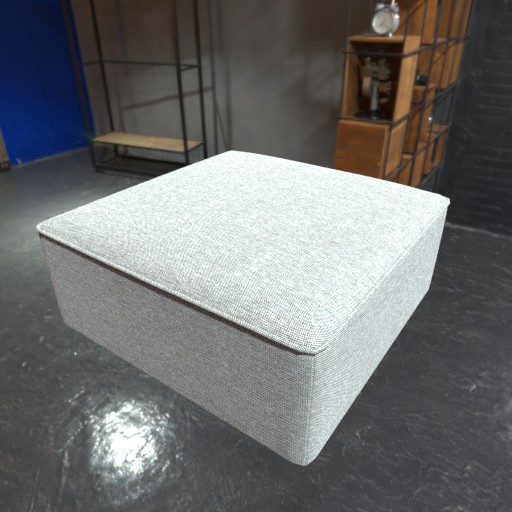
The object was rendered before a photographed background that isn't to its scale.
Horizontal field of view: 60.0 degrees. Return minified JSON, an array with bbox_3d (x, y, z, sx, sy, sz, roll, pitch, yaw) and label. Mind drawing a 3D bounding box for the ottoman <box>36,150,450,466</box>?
[{"bbox_3d":[0.000,0.000,1.553,1.005,0.455,1.005,19,35,30],"label":"ottoman"}]
